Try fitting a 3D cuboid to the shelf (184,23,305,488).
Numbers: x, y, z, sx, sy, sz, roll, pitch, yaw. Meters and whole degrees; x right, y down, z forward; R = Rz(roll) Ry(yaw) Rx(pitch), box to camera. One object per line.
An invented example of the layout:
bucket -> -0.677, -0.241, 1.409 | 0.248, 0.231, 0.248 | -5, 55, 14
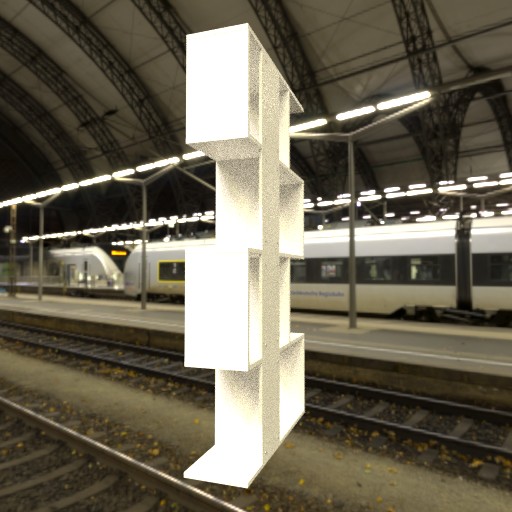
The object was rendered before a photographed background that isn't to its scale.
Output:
shelf -> 0.000, 0.000, 2.032 | 0.250, 1.650, 0.890 | -1, -2, 19
